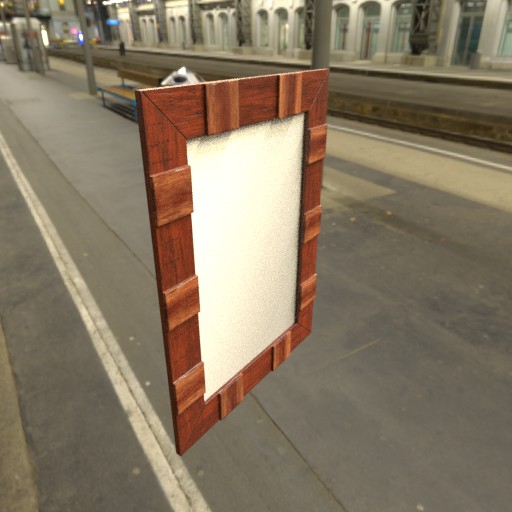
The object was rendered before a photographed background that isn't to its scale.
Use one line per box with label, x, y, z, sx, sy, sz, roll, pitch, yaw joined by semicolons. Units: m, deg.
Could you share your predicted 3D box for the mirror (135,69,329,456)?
mirror;0.000;0.000;1.073;0.021;0.805;0.600;18;32;32
